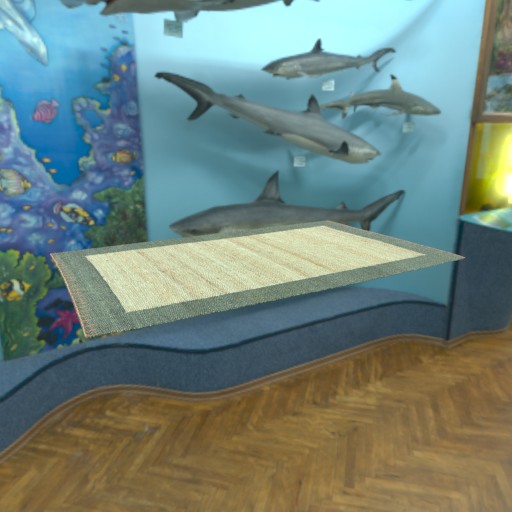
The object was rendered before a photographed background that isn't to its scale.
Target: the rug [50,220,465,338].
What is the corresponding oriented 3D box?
[{"bbox_3d":[0.000,0.000,3.010,2.435,0.006,1.521,-9,18,-28],"label":"rug"}]
